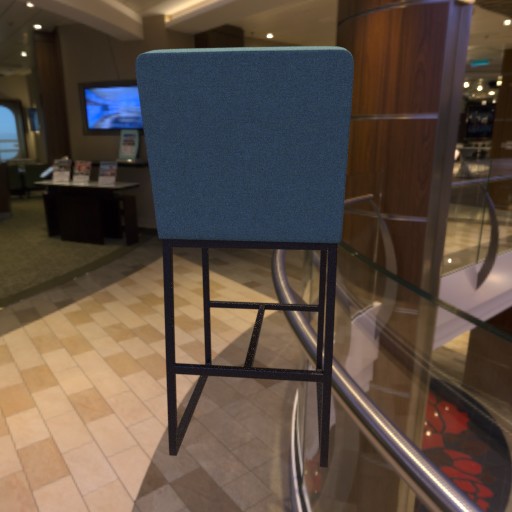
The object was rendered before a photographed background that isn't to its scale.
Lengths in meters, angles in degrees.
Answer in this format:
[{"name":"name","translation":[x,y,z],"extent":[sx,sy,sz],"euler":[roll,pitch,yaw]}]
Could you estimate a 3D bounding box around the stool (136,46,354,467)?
[{"name":"stool","translation":[0.000,0.000,1.296],"extent":[0.460,1.040,0.560],"euler":[2,16,6]}]
